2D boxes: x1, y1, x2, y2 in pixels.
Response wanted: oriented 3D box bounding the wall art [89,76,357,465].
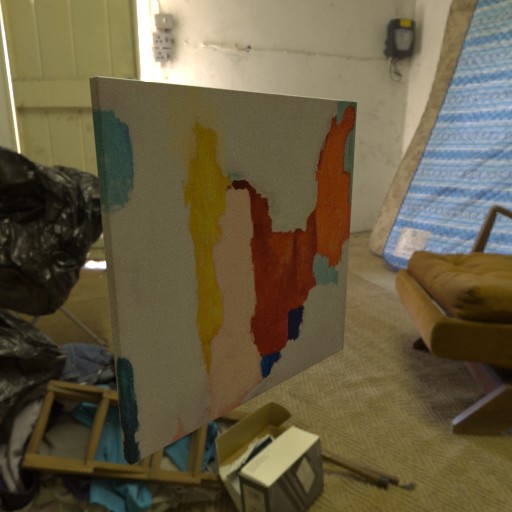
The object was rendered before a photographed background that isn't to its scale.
[{"bbox_3d":[0.000,0.000,1.464,1.017,1.017,0.044,-14,20,-42],"label":"wall art"}]
